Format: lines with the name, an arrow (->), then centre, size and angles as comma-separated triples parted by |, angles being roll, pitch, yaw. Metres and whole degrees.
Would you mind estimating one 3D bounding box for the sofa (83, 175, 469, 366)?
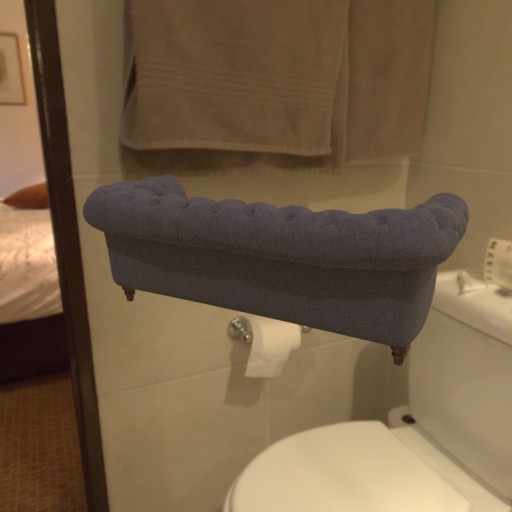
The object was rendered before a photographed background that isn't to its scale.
sofa -> 0.000, 0.000, 2.793 | 2.335, 0.836, 1.046 | 9, 18, 27
